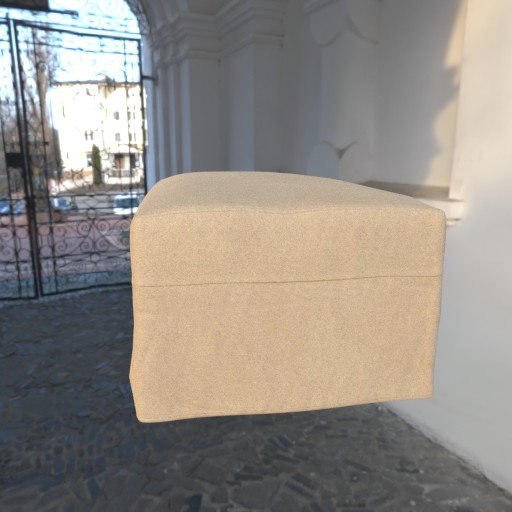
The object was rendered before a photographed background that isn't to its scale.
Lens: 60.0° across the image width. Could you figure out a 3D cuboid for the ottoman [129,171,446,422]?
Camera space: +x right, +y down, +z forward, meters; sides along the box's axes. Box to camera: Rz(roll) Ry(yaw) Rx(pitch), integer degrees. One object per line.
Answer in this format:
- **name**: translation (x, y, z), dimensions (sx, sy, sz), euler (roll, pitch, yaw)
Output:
- **ottoman**: translation (0.000, 0.000, 1.197), dimensions (0.590, 0.444, 0.872), euler (-2, 13, -9)
